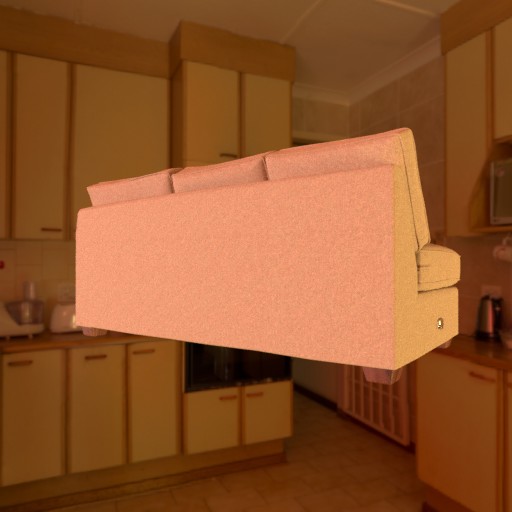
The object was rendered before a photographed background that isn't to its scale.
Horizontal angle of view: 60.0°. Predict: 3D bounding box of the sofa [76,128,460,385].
[{"bbox_3d":[0.000,0.000,2.493,1.963,0.946,1.034,-1,-1,36],"label":"sofa"}]
